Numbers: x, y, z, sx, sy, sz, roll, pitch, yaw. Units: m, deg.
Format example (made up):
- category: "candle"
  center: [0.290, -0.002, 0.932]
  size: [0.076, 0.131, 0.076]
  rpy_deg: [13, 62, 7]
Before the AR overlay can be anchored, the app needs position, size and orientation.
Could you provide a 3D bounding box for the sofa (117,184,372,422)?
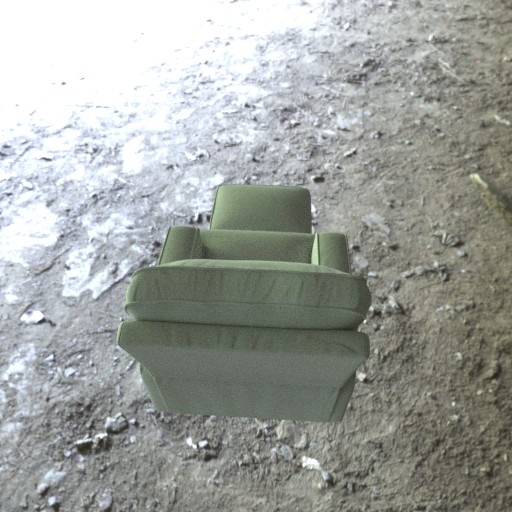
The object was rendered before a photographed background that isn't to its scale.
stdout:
- category: "sofa"
  center: [0.000, 0.000, 2.057]
  size: [0.861, 0.959, 1.472]
  rpy_deg: [3, 45, 3]
